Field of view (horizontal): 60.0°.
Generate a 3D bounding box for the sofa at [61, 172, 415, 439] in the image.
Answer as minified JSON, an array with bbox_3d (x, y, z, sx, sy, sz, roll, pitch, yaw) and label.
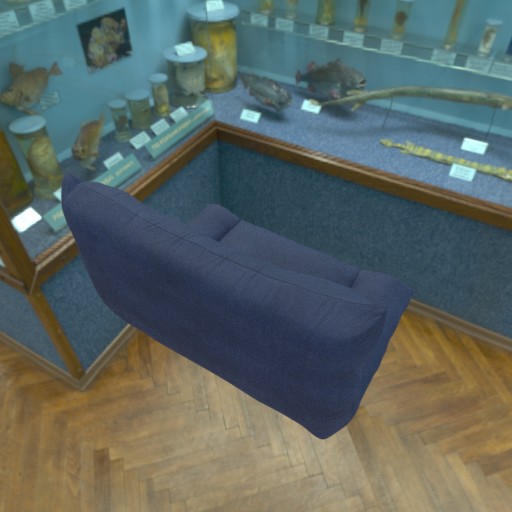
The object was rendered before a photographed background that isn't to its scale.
[{"bbox_3d":[0.000,0.000,1.699,1.122,0.778,0.849,24,50,22],"label":"sofa"}]
